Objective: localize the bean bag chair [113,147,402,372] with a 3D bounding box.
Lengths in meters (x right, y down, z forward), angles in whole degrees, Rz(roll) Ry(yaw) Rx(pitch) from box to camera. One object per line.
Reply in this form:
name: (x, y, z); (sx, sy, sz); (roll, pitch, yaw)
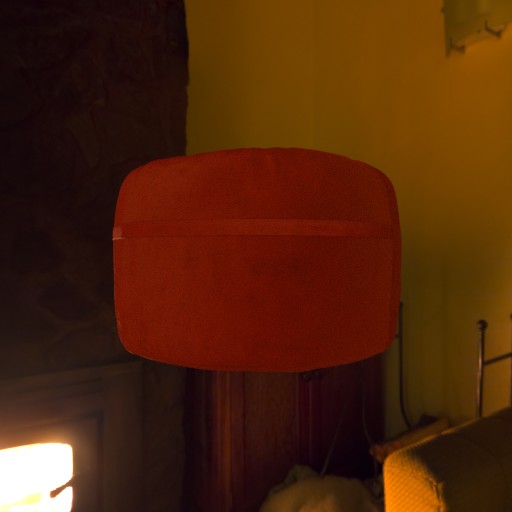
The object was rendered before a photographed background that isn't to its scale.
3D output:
bean bag chair: (0.000, 0.000, 1.958); (1.219, 0.762, 1.219); (0, 0, 0)
